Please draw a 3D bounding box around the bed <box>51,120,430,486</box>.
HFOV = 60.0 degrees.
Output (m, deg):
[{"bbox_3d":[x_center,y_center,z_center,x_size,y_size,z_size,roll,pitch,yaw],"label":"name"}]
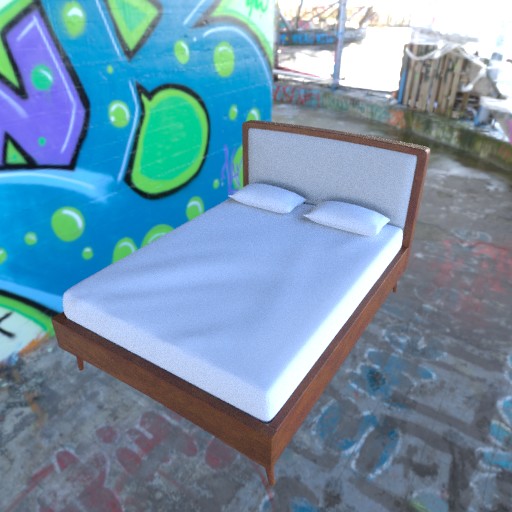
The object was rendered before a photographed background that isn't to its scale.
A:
[{"bbox_3d":[0.000,0.000,3.072,1.587,1.275,2.196,18,35,28],"label":"bed"}]
